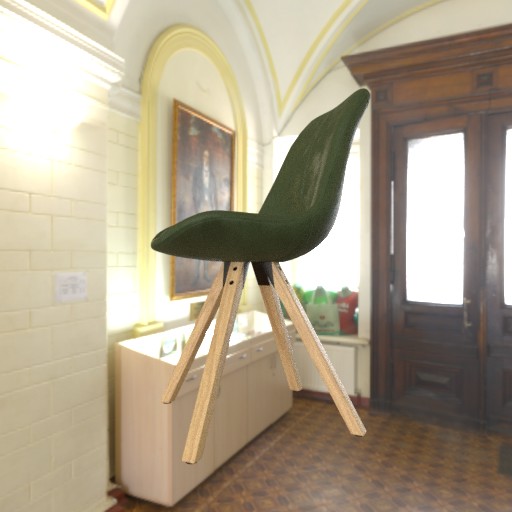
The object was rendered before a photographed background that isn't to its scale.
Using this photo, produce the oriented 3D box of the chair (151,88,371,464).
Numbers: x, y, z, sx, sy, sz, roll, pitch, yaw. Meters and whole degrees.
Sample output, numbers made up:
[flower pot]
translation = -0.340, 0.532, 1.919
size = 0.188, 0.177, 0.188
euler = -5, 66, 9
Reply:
[chair]
translation = 0.000, 0.000, 1.187
size = 0.547, 0.865, 0.483
euler = 0, 0, -18
